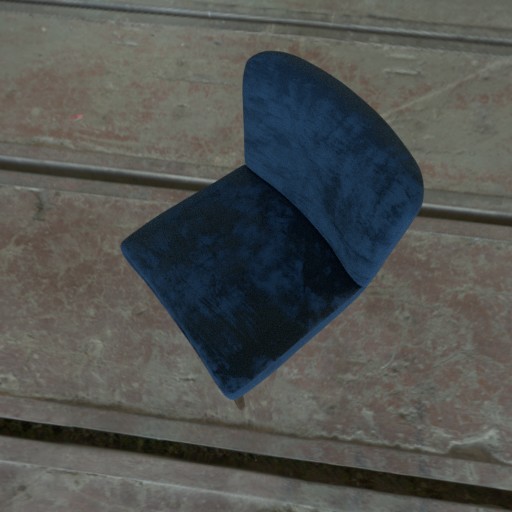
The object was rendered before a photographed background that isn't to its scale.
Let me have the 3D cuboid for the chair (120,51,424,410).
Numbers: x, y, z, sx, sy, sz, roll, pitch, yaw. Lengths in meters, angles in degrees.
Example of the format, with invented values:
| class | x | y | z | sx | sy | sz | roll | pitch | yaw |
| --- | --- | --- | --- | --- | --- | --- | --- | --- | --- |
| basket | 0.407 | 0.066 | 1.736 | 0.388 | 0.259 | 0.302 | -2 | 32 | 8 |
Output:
| class | x | y | z | sx | sy | sz | roll | pitch | yaw |
| --- | --- | --- | --- | --- | --- | --- | --- | --- | --- |
| chair | 0.000 | 0.000 | 1.190 | 0.560 | 0.824 | 0.530 | -35 | 70 | -15 |
